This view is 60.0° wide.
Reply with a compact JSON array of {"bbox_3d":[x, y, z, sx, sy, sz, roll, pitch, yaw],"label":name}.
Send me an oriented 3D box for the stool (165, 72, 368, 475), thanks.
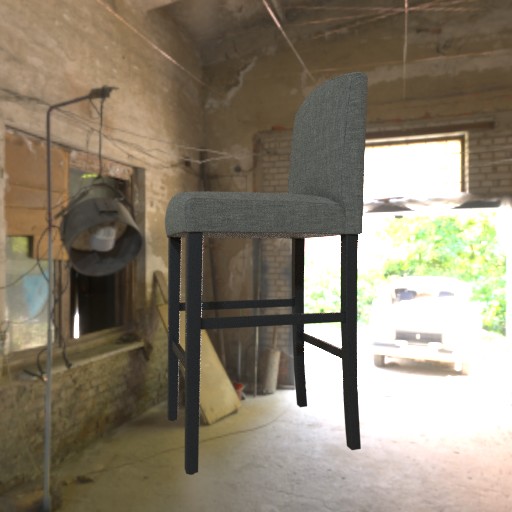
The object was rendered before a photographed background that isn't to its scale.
[{"bbox_3d":[0.000,0.000,1.417,0.552,1.138,0.451,0,0,-18],"label":"stool"}]
